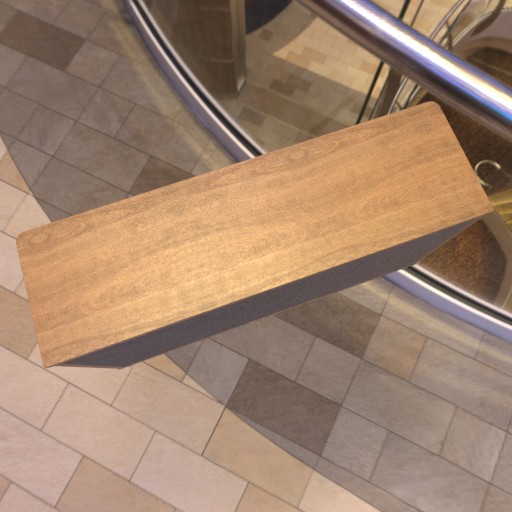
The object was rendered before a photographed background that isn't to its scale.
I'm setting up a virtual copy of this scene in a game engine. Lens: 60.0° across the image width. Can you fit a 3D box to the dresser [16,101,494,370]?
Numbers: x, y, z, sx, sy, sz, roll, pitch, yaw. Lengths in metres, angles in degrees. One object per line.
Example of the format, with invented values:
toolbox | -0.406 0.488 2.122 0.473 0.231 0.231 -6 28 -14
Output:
dresser | 0.000 0.000 1.950 1.583 0.892 0.468 -19 76 -5
